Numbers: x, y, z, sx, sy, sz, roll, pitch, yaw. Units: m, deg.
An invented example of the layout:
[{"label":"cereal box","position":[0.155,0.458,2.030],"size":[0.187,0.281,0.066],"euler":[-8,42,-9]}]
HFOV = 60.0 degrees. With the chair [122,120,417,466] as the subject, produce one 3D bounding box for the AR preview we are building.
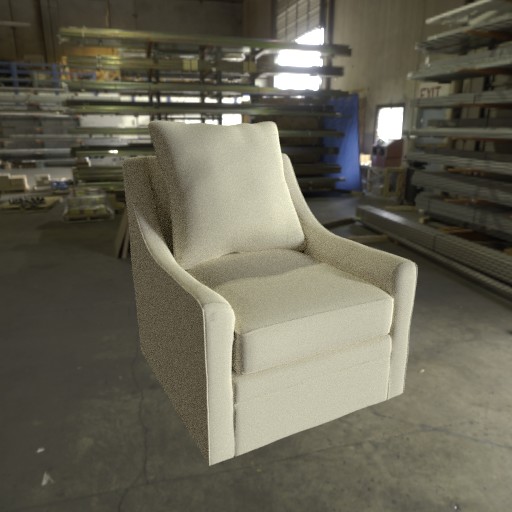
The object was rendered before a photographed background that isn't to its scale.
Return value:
[{"label":"chair","position":[0.000,0.000,1.643],"size":[0.756,0.965,0.876],"euler":[-9,18,-27]}]
